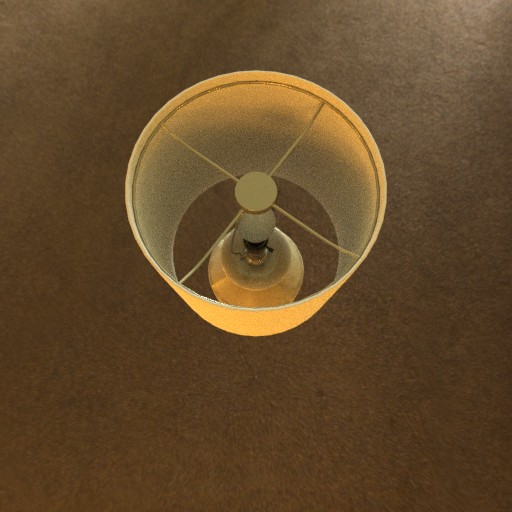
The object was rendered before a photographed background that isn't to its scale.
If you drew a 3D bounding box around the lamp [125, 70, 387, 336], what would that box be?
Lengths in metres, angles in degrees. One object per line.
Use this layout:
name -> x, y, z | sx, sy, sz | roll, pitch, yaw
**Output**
lamp -> 0.000, 0.000, 0.577 | 0.211, 0.455, 0.211 | -39, 78, -10
